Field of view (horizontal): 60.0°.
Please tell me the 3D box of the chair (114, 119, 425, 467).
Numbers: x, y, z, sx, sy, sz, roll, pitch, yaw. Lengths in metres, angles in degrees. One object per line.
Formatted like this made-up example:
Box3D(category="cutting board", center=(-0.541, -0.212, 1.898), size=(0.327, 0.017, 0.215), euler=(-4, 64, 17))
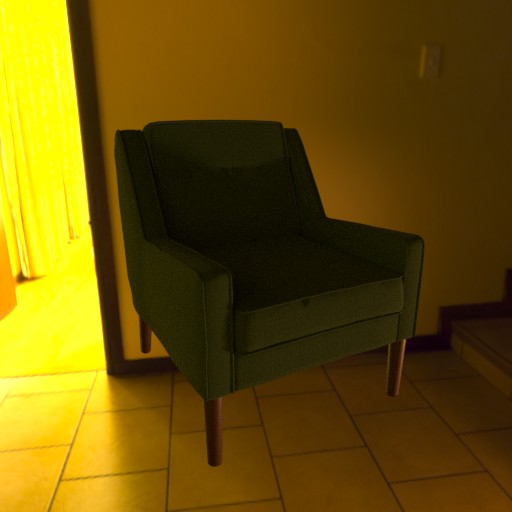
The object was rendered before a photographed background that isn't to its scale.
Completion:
Box3D(category="chair", center=(0.000, 0.000, 1.346), size=(0.663, 0.792, 0.743), euler=(-9, 19, -27))
